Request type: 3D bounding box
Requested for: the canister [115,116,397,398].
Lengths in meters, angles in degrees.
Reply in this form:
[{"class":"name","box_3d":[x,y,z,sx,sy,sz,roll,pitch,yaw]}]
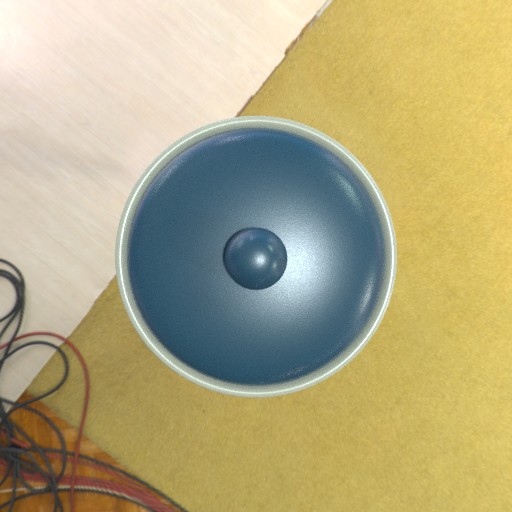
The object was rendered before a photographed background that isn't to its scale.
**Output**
[{"class":"canister","box_3d":[0.000,0.000,0.342,0.181,0.211,0.181,0,91,0]}]
